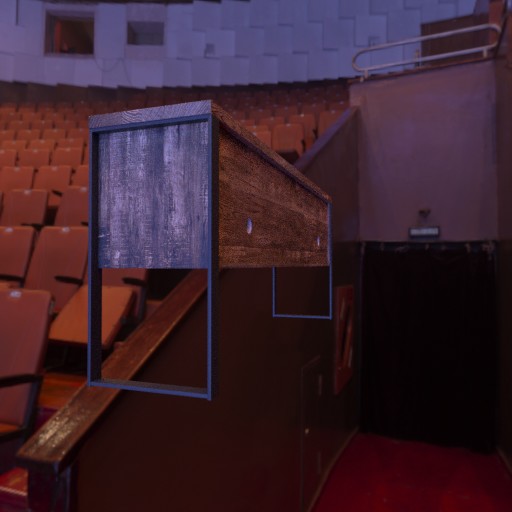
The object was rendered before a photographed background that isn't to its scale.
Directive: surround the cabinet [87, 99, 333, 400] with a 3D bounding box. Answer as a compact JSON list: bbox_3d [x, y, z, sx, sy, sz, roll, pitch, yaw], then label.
[{"bbox_3d":[0.000,0.000,2.034,0.395,0.762,1.800,0,-1,20],"label":"cabinet"}]
